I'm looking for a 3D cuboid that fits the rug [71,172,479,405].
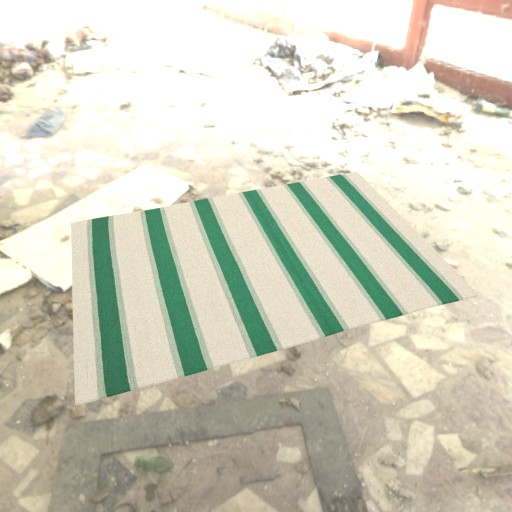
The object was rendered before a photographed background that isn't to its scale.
[{"bbox_3d":[0.000,0.000,2.316,1.829,0.012,1.210,-12,42,-14],"label":"rug"}]
